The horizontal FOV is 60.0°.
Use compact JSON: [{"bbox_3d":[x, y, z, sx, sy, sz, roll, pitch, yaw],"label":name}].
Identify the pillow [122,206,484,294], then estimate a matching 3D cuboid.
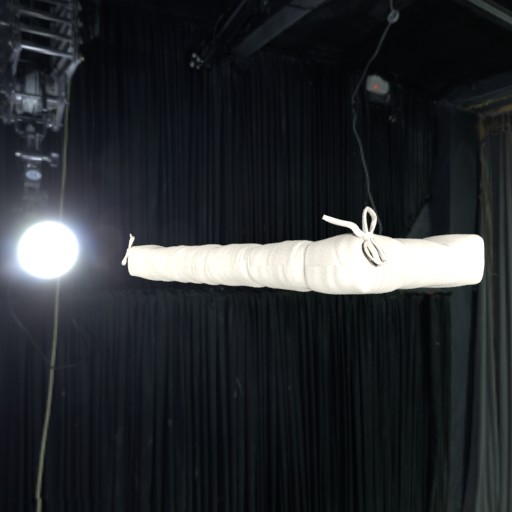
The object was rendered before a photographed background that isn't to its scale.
[{"bbox_3d":[0.000,0.000,1.337,0.511,0.174,1.194,0,-1,-37],"label":"pillow"}]
